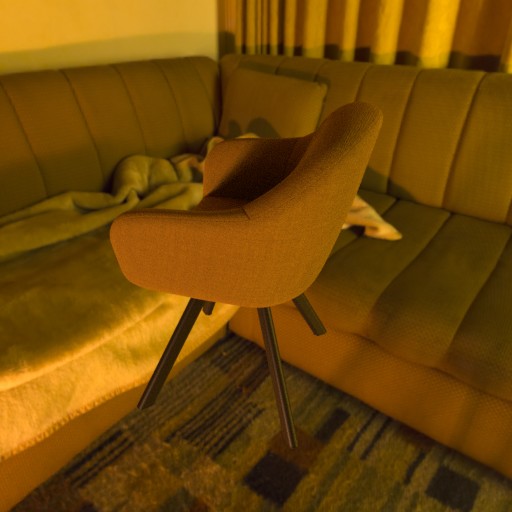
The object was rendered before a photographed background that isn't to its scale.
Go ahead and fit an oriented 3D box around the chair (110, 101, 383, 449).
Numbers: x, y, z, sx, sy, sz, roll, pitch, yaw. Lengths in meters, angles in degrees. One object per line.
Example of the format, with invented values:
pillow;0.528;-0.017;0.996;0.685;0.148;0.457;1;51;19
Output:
chair;0.000;0.000;1.171;0.550;0.795;0.590;8;31;14
